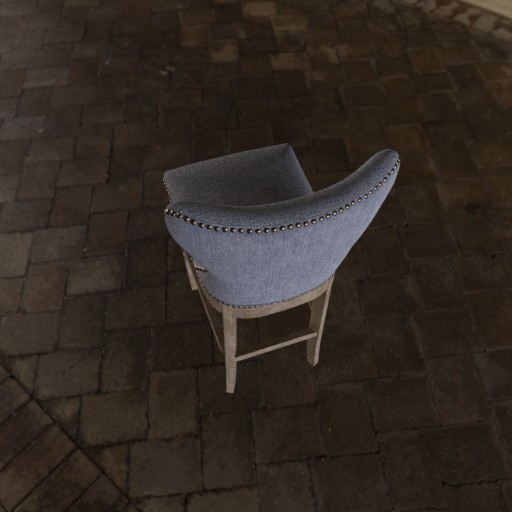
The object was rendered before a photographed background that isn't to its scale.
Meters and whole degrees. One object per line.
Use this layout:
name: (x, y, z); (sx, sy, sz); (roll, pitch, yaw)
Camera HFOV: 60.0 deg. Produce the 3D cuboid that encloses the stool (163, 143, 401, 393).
stool: (0.000, 0.000, 1.418); (0.494, 1.123, 0.606); (-15, 58, -10)
